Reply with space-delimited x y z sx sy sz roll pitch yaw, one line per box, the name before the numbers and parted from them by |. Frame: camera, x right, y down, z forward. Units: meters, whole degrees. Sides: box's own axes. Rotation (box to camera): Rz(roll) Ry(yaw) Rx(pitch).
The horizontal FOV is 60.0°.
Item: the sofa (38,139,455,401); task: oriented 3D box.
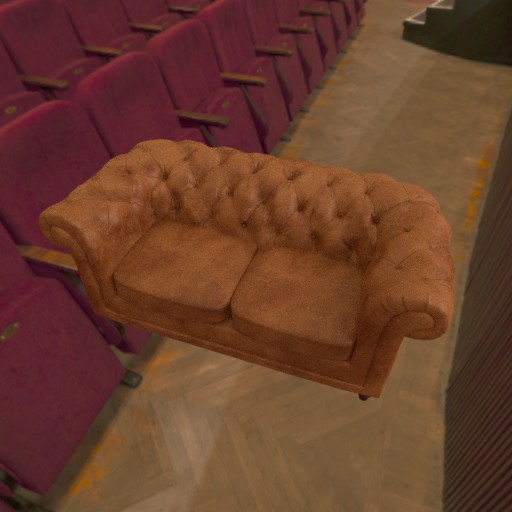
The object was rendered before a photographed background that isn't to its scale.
sofa | 0.000 0.000 2.522 1.979 0.877 1.042 13 43 15
